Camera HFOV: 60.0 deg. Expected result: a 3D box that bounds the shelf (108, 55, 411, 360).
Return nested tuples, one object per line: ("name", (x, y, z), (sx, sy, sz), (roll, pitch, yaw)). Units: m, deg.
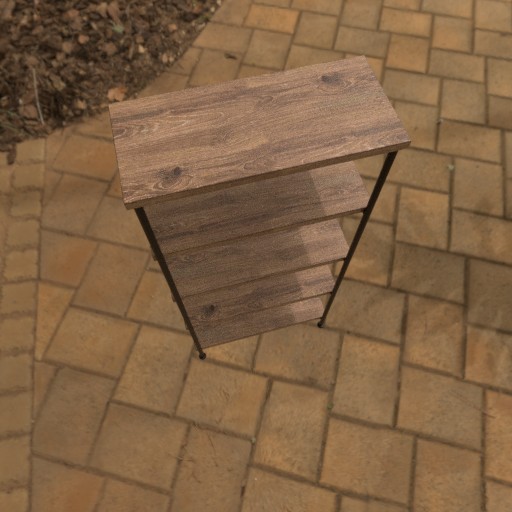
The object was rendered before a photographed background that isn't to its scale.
("shelf", (0.000, 0.000, 2.022), (0.800, 1.700, 0.360), (-14, 64, -7))
